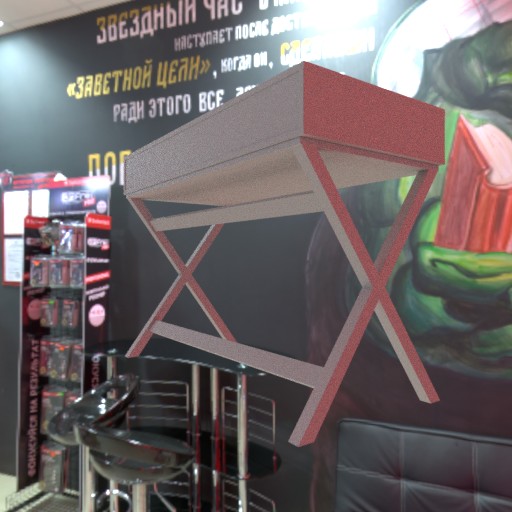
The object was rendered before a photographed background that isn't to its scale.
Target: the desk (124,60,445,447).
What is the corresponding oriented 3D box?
[{"bbox_3d":[0.000,0.000,1.469,0.525,0.780,1.057,0,0,-36],"label":"desk"}]
